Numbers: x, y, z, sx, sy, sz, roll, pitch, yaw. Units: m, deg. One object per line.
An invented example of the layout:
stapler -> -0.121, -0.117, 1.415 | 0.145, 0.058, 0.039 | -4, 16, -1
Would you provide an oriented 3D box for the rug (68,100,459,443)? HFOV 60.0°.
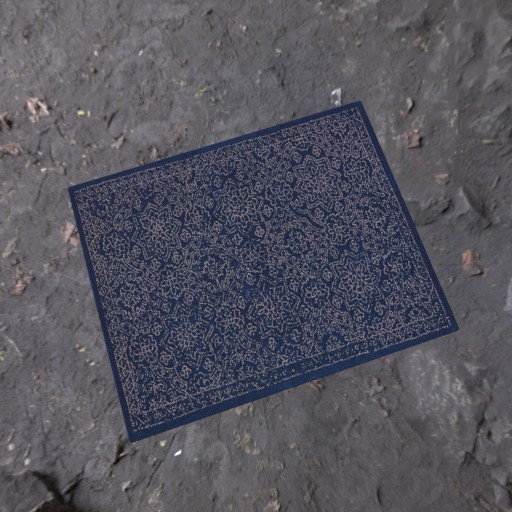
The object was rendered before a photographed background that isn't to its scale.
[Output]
rug -> 0.000, 0.000, 4.134 | 3.048, 0.010, 2.438 | -18, 77, -4
